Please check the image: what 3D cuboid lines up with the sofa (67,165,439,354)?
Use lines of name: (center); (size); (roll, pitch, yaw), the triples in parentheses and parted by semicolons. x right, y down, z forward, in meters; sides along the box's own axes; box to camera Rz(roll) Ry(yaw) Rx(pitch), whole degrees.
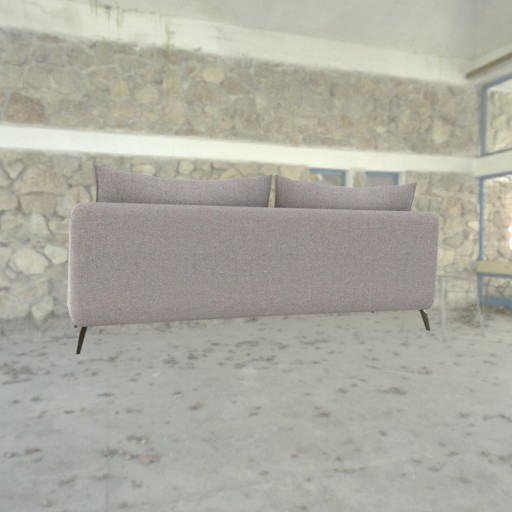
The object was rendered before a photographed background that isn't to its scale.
sofa: (0.000, 0.000, 2.527); (2.022, 0.833, 0.809); (0, 1, -18)
